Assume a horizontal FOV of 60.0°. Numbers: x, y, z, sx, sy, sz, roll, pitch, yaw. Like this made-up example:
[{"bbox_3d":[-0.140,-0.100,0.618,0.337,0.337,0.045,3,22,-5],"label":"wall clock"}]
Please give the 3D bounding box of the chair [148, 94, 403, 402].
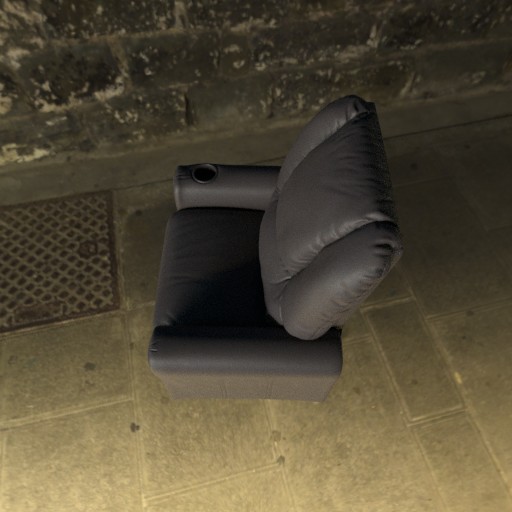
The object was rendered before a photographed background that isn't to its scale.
[{"bbox_3d":[0.000,0.000,1.133,0.521,0.709,0.610,1,58,0],"label":"chair"}]
